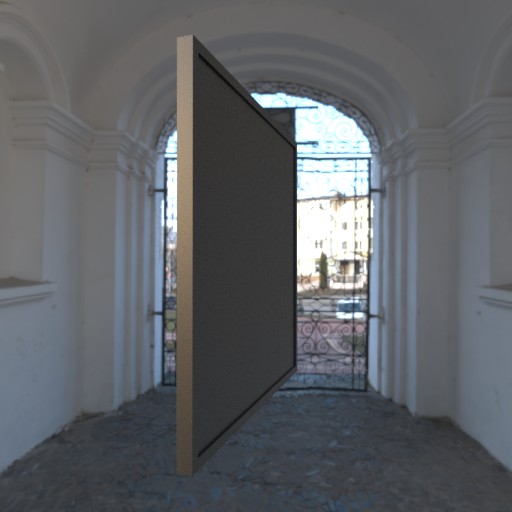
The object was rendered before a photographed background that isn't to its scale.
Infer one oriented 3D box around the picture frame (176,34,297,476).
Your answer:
[{"bbox_3d":[0.000,0.000,1.148,0.032,0.775,0.775,0,0,19],"label":"picture frame"}]
